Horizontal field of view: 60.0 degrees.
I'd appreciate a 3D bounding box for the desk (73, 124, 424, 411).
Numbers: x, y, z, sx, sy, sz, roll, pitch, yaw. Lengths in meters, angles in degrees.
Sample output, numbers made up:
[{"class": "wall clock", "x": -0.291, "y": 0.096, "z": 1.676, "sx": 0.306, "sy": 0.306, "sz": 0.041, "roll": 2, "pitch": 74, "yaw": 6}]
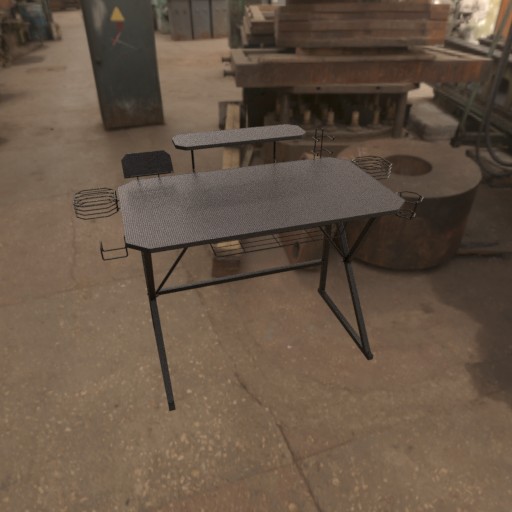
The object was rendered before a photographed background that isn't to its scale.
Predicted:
[{"class": "desk", "x": 0.000, "y": 0.000, "z": 1.797, "sx": 1.290, "sy": 0.880, "sz": 0.580, "roll": -10, "pitch": 34, "yaw": -15}]
